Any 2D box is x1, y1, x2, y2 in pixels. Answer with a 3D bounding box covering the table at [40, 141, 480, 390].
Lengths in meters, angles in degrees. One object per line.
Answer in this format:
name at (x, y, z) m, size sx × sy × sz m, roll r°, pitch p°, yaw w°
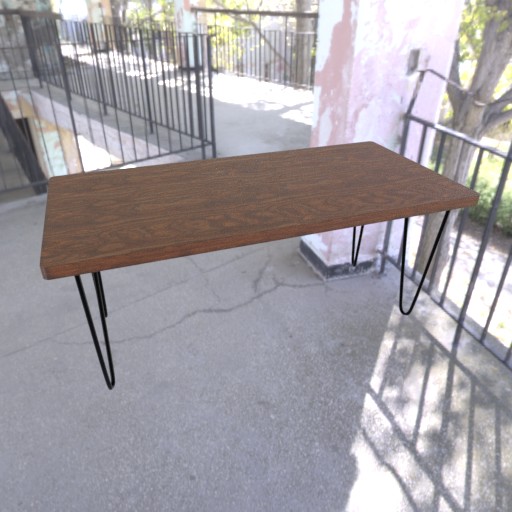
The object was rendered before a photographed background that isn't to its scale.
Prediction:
table at (0.000, 0.000, 2.225) m, size 1.791 × 0.753 × 0.883 m, roll -10°, pitch 32°, yaw -17°
